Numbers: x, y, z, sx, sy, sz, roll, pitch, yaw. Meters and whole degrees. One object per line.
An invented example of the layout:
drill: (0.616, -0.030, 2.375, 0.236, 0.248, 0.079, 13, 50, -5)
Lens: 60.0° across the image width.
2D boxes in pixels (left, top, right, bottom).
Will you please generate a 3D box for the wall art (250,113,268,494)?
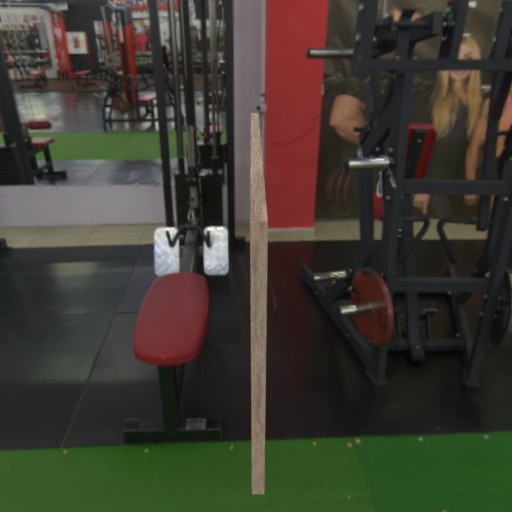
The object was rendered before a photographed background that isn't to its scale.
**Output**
wall art: (0.000, 0.000, 0.964, 0.021, 0.480, 0.780, 0, 27, 0)
